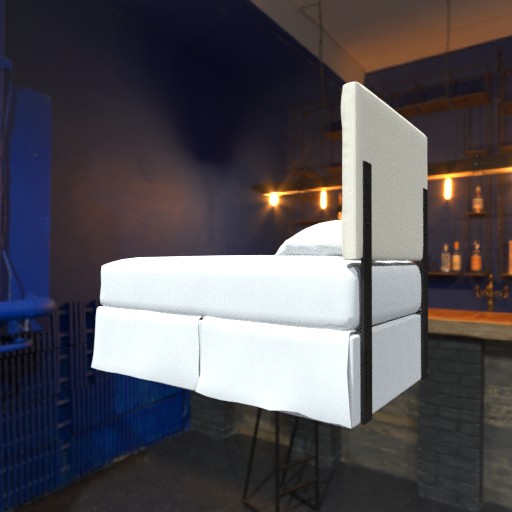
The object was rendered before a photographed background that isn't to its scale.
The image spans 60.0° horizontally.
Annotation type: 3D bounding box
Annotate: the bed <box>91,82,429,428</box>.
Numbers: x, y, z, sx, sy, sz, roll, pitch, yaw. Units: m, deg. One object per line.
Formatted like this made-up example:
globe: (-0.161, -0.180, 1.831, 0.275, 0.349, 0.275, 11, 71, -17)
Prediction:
bed: (0.000, 0.000, 3.024, 1.997, 1.571, 1.261, 0, -1, 36)
